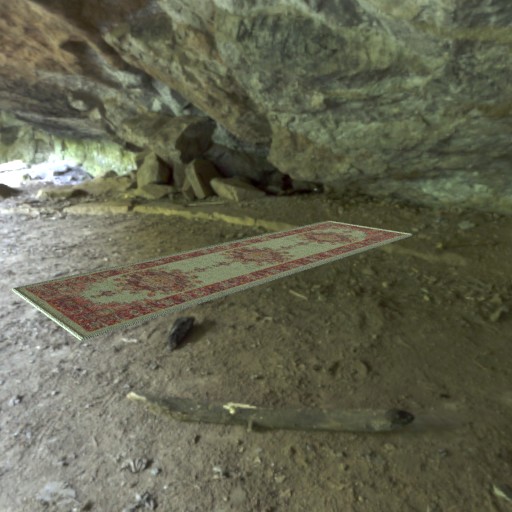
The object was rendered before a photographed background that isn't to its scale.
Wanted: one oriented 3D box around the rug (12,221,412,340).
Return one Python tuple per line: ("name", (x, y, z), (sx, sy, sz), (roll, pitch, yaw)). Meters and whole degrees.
("rug", (0.000, 0.000, 1.955), (1.824, 0.009, 0.562), (-14, 21, -43))
